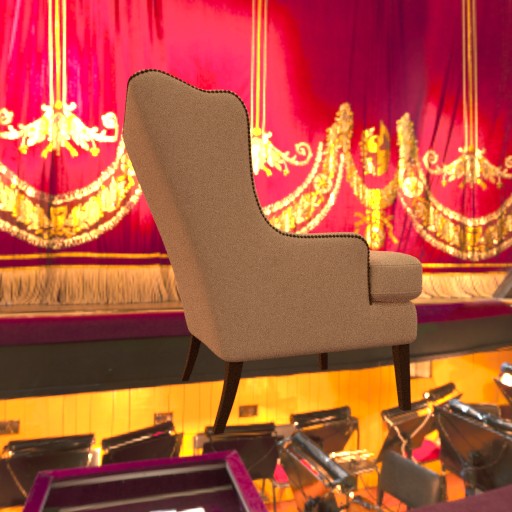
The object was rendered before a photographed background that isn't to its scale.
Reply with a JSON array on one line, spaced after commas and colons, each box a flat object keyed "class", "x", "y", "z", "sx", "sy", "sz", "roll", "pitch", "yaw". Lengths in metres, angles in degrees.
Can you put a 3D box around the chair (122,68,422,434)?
[{"class": "chair", "x": 0.000, "y": 0.000, "z": 1.637, "sx": 0.940, "sy": 1.029, "sz": 0.737, "roll": 0, "pitch": -1, "yaw": -18}]
